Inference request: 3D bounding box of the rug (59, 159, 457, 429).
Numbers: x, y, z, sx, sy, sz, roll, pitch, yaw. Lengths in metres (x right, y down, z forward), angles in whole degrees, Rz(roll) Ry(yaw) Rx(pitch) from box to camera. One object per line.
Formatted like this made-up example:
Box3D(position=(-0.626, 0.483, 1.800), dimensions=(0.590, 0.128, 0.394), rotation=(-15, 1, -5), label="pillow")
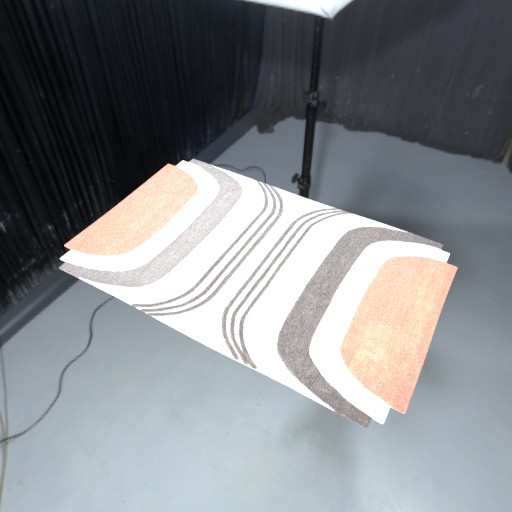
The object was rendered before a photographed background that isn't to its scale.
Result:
Box3D(position=(0.000, 0.000, 3.045), dimensions=(2.446, 0.017, 1.530), rotation=(23, 49, 21), label="rug")
